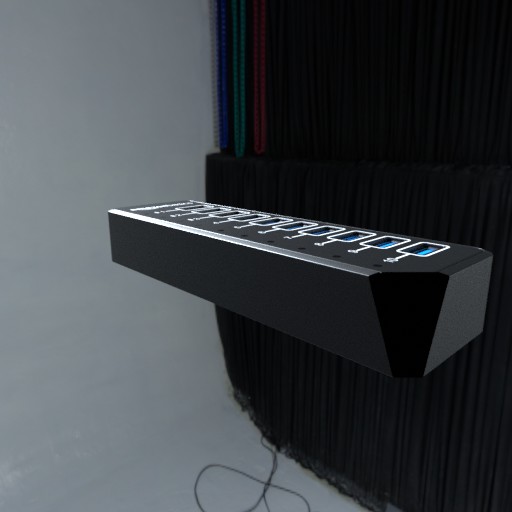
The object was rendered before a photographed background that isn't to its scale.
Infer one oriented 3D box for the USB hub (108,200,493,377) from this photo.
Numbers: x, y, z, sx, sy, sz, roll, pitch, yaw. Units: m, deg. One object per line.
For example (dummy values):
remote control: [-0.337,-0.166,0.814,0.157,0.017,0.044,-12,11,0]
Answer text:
USB hub: [0.000,0.000,0.159,0.044,0.023,0.145,-14,20,-42]
